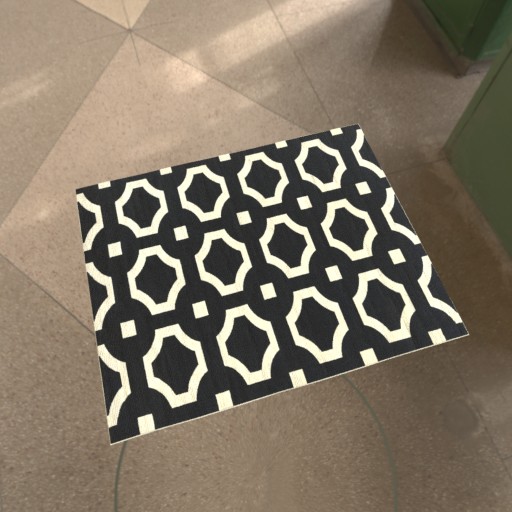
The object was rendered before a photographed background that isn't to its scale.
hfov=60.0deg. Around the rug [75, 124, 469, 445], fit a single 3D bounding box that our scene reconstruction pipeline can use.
[{"bbox_3d":[0.000,0.000,4.098,3.049,0.021,2.466,-15,64,-7],"label":"rug"}]
